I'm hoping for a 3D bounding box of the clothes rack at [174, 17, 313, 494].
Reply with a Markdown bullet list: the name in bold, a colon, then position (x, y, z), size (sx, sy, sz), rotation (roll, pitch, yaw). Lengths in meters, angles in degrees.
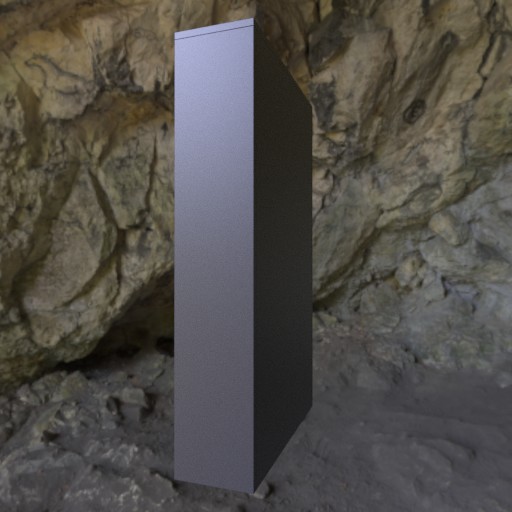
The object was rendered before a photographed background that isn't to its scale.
- **clothes rack**: position (0.000, 0.000, 1.585), size (0.250, 1.280, 0.750), rotation (0, 0, 19)
